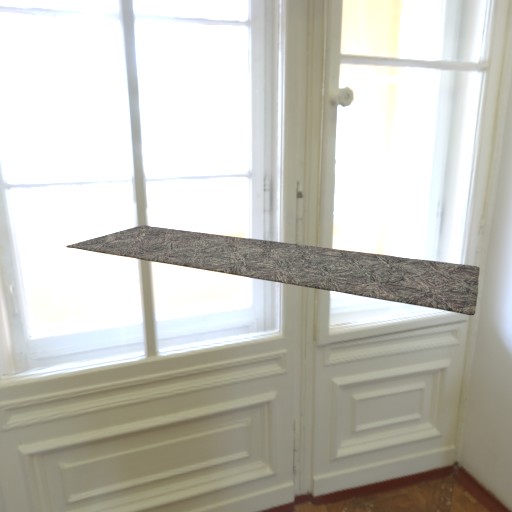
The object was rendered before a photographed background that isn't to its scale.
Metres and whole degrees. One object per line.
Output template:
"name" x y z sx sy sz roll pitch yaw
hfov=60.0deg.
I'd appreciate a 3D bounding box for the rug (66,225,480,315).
"rug" 0.000 0.000 2.549 2.305 0.013 0.719 8 18 26
